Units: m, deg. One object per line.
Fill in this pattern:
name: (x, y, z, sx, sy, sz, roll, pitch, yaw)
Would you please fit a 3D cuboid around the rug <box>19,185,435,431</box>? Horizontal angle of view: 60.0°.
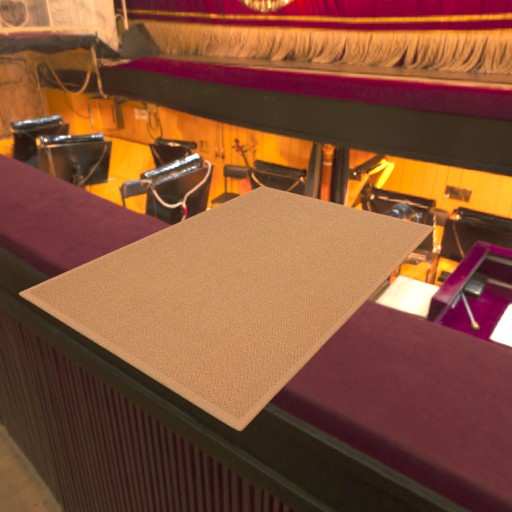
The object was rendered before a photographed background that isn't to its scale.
rug: (0.000, 0.000, 2.780, 1.532, 0.017, 2.244, 19, 33, 32)
